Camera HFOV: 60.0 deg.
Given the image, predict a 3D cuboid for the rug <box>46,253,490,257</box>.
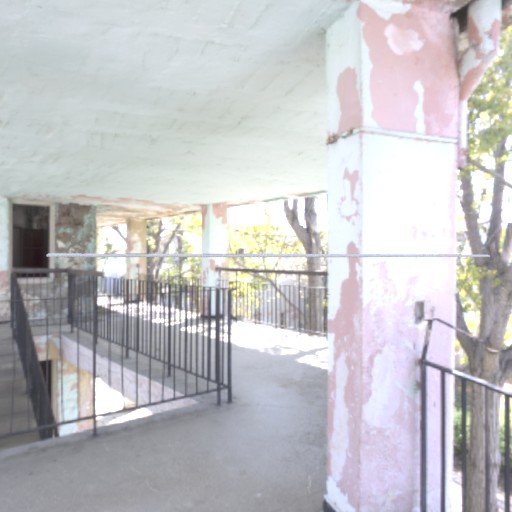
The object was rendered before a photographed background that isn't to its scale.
[{"bbox_3d":[0.000,0.000,2.853,2.275,0.014,1.514,0,0,-18],"label":"rug"}]
